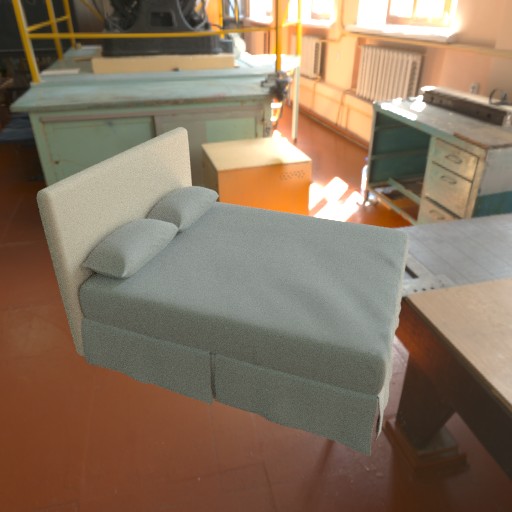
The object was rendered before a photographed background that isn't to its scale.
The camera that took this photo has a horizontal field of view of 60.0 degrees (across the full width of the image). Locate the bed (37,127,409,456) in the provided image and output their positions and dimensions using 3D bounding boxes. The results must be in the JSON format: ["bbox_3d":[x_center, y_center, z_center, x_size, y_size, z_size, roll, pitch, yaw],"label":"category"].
[{"bbox_3d":[0.000,0.000,3.225,2.142,1.330,1.748,11,31,18],"label":"bed"}]
